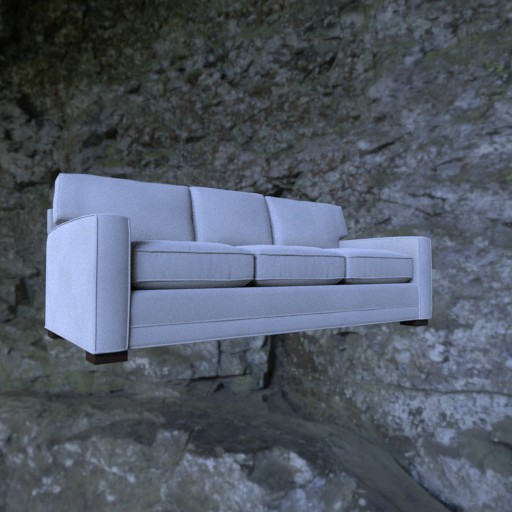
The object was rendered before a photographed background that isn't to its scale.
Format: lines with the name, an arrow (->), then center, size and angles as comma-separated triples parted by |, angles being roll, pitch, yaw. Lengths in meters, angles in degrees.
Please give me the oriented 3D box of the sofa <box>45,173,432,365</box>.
sofa -> 0.000, 0.000, 2.581 | 2.088, 0.862, 0.935 | 1, -2, -35
